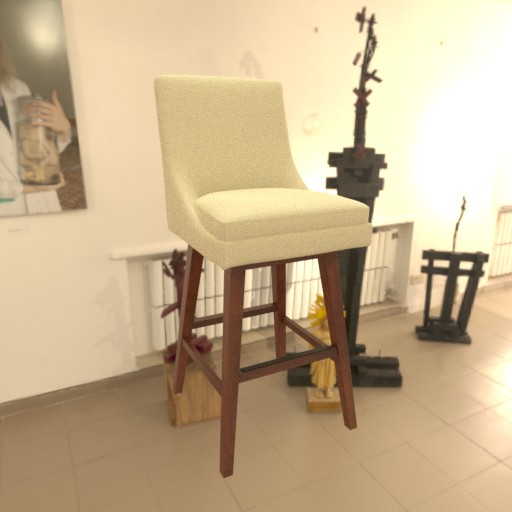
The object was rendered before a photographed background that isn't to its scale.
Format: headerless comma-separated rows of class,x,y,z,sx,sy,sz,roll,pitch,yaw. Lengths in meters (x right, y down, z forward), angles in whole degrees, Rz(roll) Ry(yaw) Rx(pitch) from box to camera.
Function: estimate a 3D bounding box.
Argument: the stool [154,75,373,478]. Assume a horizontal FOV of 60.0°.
stool,0.000,0.000,1.397,0.470,1.097,0.559,-8,18,-26
